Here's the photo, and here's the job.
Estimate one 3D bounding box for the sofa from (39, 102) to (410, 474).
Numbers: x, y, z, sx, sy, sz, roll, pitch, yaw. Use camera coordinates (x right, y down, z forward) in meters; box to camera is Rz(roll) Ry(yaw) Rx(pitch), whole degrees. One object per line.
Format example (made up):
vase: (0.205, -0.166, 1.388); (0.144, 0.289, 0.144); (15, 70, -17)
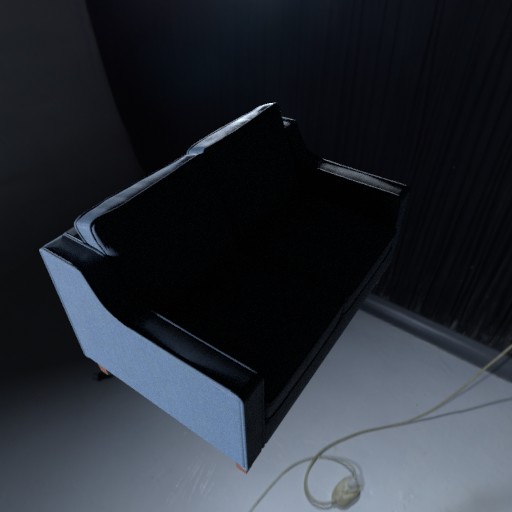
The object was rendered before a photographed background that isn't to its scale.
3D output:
sofa: (0.000, 0.000, 2.157); (0.987, 0.971, 1.501); (25, 47, 25)
